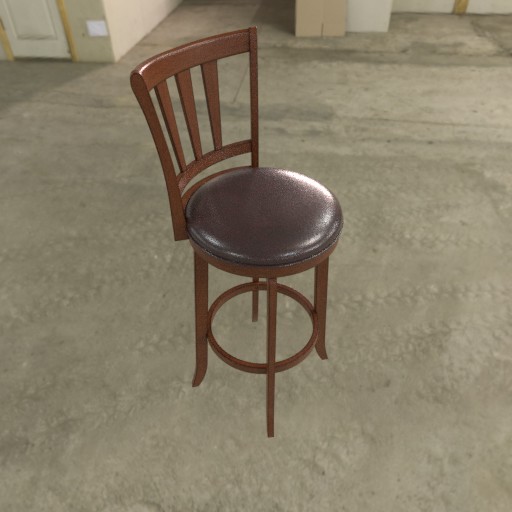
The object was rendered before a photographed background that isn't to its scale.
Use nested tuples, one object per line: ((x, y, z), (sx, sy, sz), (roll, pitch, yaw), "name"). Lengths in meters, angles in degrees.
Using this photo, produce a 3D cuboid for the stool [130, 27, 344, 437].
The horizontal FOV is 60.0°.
((0.000, 0.000, 1.384), (0.503, 1.177, 0.464), (25, 47, 26), "stool")
